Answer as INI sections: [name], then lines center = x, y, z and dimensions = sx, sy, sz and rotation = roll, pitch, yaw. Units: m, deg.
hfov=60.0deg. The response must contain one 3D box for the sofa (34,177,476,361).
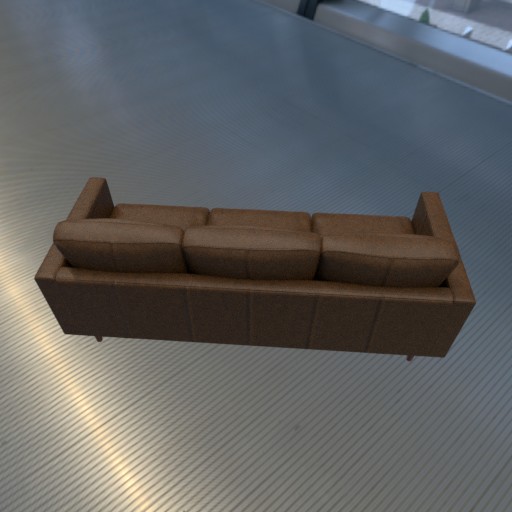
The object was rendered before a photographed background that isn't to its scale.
[sofa]
center = 0.000, 0.000, 2.688
dimensions = 2.231, 0.930, 0.903
rotation = 3, 46, 3
